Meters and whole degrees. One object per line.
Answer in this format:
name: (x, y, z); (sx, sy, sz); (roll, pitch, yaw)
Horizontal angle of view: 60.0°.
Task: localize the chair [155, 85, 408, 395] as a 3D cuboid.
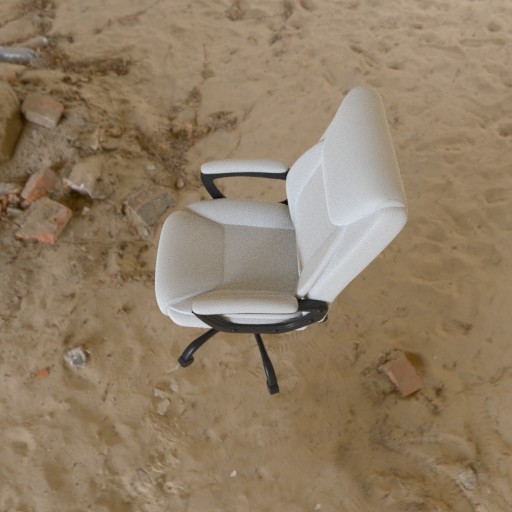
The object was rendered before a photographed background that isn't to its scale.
chair: (0.000, 0.000, 1.475); (0.669, 1.065, 0.663); (-1, 59, 0)
